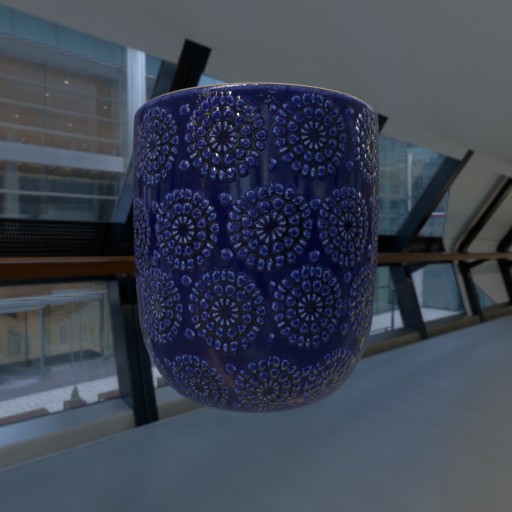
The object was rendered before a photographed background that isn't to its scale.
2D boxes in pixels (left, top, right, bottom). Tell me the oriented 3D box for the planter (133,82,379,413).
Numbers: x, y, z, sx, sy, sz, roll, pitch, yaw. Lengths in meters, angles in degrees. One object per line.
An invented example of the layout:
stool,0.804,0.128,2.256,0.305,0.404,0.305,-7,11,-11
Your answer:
planter,0.000,0.000,0.346,0.184,0.206,0.184,0,2,0
